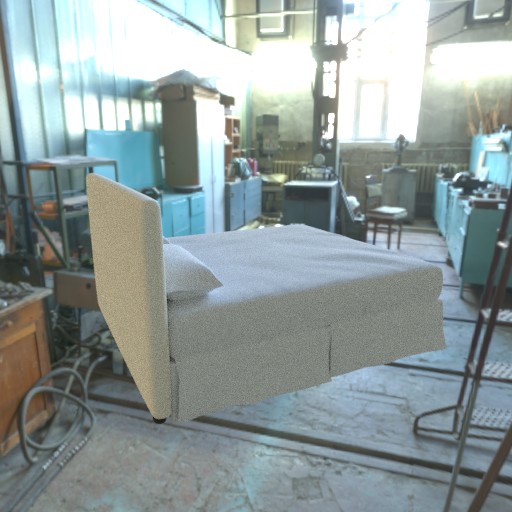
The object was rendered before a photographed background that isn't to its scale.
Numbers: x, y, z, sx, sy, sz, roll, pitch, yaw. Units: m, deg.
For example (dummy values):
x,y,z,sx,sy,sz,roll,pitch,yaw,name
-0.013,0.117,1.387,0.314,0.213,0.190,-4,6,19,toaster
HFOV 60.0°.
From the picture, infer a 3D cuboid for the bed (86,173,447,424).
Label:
x,y,z,sx,sy,sz,roll,pitch,yaw,name
0.000,0.000,3.688,2.341,1.317,2.119,-8,17,-26,bed
